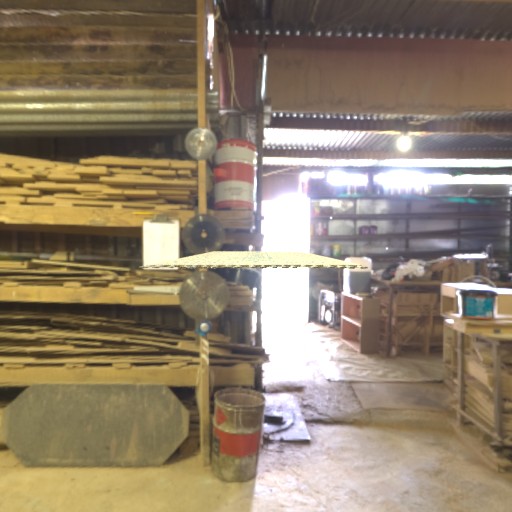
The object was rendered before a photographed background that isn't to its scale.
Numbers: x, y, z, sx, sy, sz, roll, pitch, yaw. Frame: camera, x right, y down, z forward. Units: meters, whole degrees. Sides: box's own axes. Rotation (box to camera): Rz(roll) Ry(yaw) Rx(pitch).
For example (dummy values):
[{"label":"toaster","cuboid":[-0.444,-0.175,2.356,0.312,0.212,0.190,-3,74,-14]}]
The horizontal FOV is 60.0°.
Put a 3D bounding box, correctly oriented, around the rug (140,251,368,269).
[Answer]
[{"label":"rug","cuboid":[0.000,0.000,2.710,0.774,0.011,2.449,0,2,0]}]
